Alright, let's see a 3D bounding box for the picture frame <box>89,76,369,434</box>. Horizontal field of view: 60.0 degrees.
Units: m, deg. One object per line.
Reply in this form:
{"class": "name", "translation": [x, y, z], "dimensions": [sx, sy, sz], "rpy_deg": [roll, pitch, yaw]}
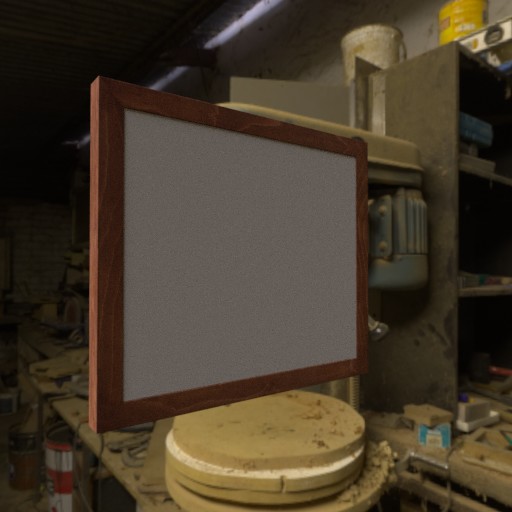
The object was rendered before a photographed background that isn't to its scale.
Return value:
{"class": "picture frame", "translation": [0.000, 0.000, 0.531], "dimensions": [0.381, 0.330, 0.025], "rpy_deg": [1, -1, -36]}
